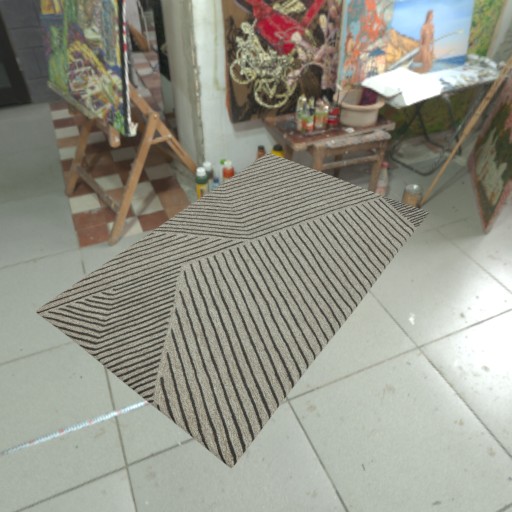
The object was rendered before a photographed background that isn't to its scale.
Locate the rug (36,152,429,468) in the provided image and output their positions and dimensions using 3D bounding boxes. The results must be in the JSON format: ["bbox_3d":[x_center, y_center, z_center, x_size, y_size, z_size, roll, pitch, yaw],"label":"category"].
[{"bbox_3d":[0.000,0.000,3.046,1.539,0.023,2.406,27,49,26],"label":"rug"}]
